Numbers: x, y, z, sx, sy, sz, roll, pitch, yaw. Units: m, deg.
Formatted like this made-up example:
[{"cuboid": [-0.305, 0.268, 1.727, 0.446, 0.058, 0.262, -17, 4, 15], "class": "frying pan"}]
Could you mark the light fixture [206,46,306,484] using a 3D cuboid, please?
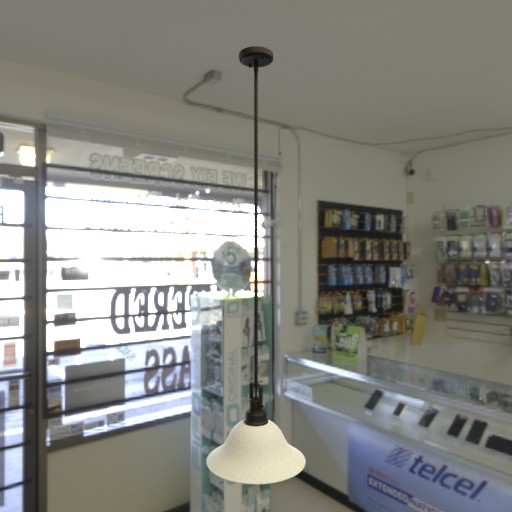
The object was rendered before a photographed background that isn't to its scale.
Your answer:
[{"cuboid": [0.000, 0.000, 1.462, 0.324, 1.337, 0.324, 0, -1, -35], "class": "light fixture"}]
